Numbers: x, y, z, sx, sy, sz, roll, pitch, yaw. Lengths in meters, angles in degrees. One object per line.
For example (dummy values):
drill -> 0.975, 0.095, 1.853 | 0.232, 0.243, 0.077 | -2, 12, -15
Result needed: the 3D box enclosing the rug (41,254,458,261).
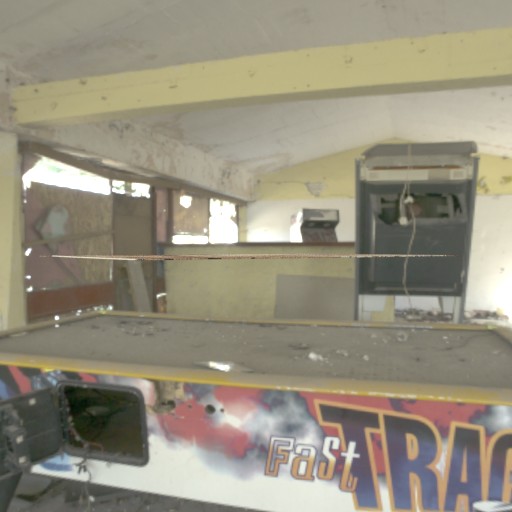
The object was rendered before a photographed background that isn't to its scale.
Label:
rug -> 0.000, 0.000, 2.392 | 1.918, 0.007, 1.268 | -1, 1, -37
